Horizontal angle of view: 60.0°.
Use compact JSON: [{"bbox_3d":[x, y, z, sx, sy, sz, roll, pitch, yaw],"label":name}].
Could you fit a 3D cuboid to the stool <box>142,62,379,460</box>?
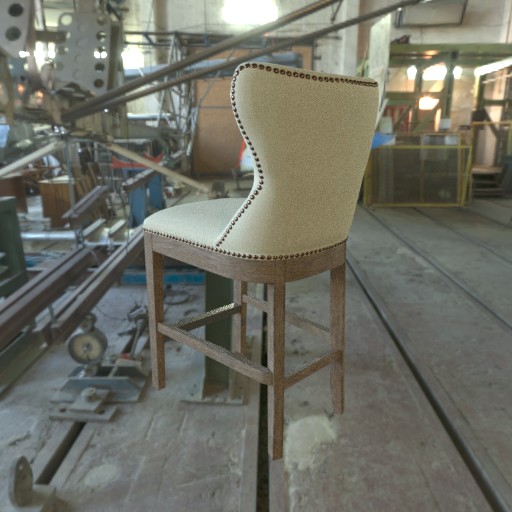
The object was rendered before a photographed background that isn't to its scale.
[{"bbox_3d":[0.000,0.000,1.310,0.498,0.981,0.608,-15,22,-42],"label":"stool"}]
